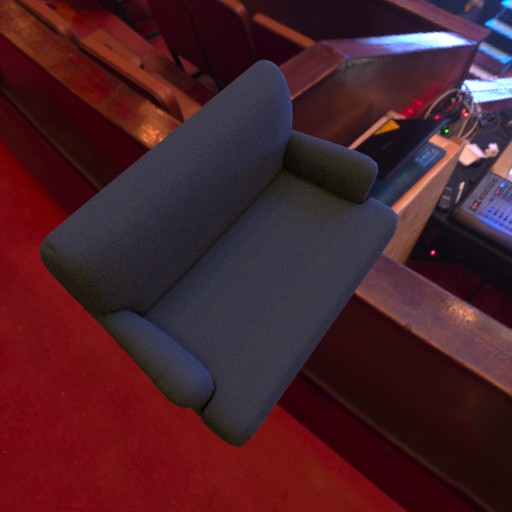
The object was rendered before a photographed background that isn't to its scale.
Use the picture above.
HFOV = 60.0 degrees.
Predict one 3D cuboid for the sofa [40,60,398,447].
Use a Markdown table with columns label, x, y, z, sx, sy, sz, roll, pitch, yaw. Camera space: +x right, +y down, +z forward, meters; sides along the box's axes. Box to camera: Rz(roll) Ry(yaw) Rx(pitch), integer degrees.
| label | x | y | z | sx | sy | sz | roll | pitch | yaw |
| --- | --- | --- | --- | --- | --- | --- | --- | --- | --- |
| sofa | 0.000 | 0.000 | 1.810 | 0.779 | 0.889 | 1.297 | 32 | 63 | 19 |
